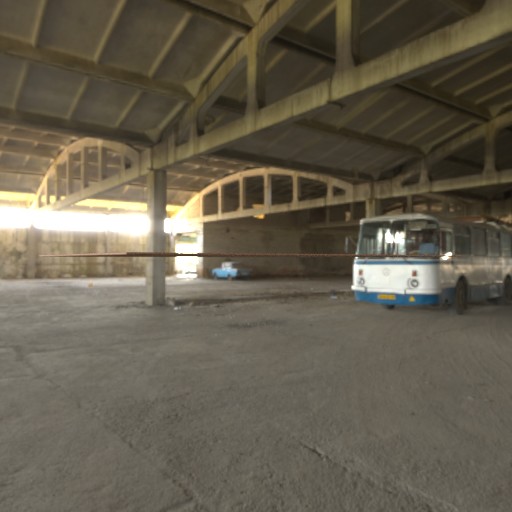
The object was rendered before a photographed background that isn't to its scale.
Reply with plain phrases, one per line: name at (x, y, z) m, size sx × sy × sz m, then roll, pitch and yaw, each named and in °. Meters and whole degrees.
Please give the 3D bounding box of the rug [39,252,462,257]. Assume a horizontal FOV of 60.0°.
rug at (0.000, 0.000, 2.296) m, size 1.829 × 0.008 × 1.219 m, roll 0°, pitch -1°, yaw -37°
